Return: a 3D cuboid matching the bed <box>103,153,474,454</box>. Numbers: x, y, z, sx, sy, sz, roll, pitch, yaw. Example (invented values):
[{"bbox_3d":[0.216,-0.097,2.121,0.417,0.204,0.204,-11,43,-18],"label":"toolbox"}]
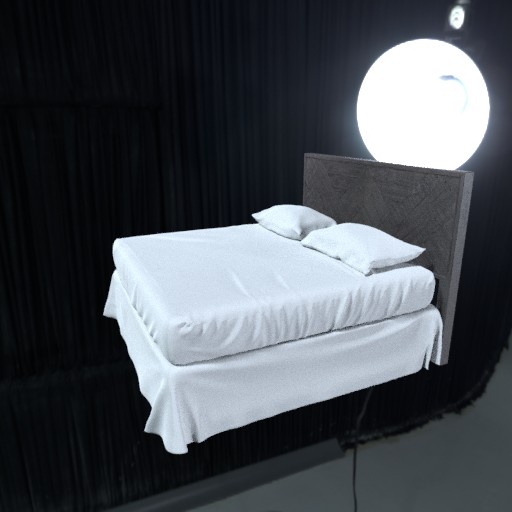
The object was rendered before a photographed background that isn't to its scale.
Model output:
[{"bbox_3d":[0.000,0.000,2.840,1.785,1.142,1.772,-8,19,-24],"label":"bed"}]
